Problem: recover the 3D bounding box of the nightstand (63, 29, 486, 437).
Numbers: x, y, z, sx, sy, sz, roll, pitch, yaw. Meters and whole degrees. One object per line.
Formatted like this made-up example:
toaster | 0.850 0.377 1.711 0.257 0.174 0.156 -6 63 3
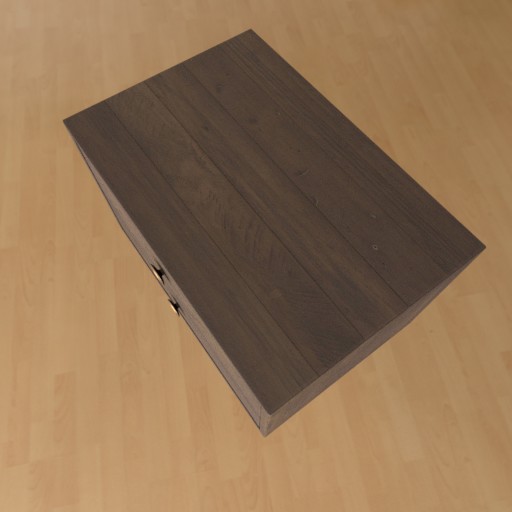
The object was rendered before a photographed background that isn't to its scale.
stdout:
nightstand | 0.000 0.000 1.039 0.450 0.599 0.650 -33 68 -15
